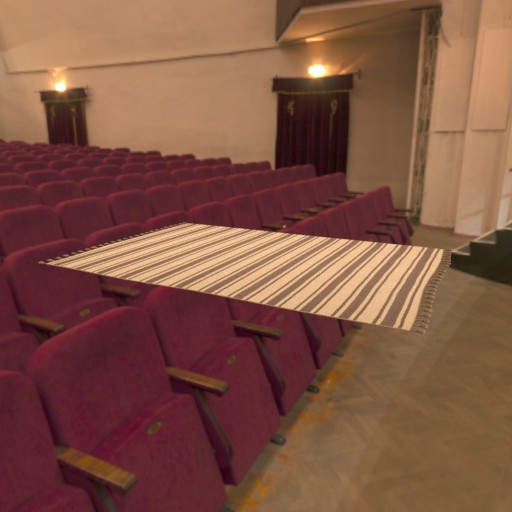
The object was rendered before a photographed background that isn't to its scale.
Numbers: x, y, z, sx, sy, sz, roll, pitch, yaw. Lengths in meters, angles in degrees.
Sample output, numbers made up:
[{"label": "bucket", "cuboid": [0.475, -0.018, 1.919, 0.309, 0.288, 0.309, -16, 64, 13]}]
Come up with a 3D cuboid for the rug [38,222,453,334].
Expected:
[{"label": "rug", "cuboid": [0.000, 0.000, 3.842, 3.040, 0.017, 2.030, 7, 17, 26]}]
